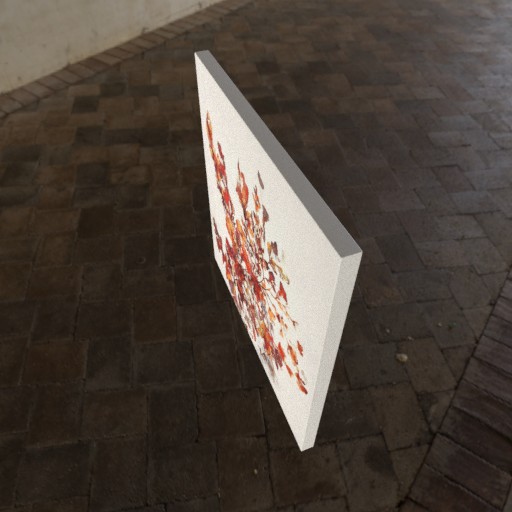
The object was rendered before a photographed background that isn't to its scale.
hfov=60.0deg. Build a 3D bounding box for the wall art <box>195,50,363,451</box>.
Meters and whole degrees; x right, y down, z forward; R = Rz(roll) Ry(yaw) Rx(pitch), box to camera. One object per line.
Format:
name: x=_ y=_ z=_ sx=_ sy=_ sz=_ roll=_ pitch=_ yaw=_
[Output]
wall art: x=0.000 y=0.000 z=1.533 sx=0.049 sy=1.009 sz=1.009 roll=-16 pitch=49 yaw=-14
